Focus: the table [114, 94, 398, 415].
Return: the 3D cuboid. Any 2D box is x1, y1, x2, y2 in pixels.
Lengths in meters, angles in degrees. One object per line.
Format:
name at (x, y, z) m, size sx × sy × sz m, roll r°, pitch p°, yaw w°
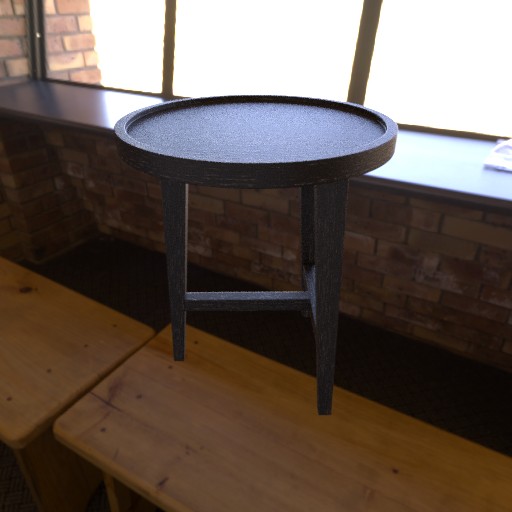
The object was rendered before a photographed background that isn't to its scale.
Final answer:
table at (0.000, 0.000, 0.760) m, size 0.399 × 0.460 × 0.399 m, roll 0°, pitch 30°, yaw 0°
